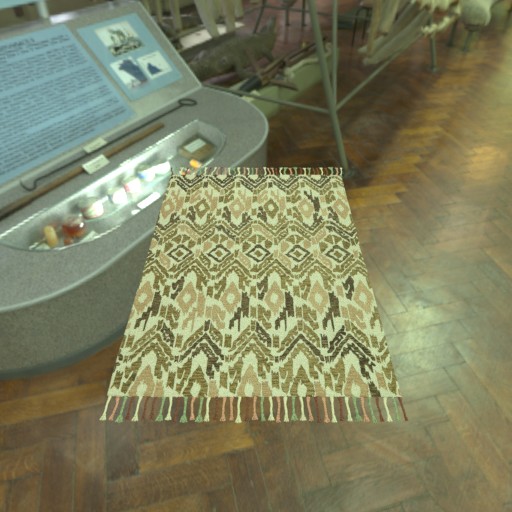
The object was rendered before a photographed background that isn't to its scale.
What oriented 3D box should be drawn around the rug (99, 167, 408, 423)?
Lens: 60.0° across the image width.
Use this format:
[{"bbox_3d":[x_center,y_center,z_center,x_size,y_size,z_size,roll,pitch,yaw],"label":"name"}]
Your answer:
[{"bbox_3d":[0.000,0.000,3.031,1.524,0.008,2.438,0,41,0],"label":"rug"}]
